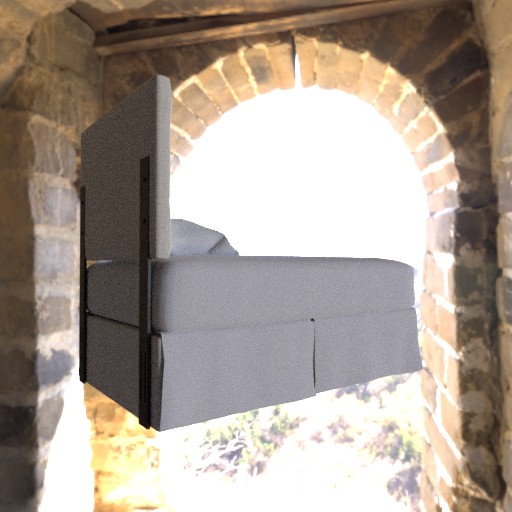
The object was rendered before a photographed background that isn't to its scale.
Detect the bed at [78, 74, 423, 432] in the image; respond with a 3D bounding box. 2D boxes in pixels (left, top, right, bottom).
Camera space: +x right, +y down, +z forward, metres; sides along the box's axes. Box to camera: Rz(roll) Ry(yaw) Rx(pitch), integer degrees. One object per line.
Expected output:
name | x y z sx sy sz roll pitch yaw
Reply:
bed | 0.000 0.000 2.964 1.997 1.571 1.261 1 -1 -37
